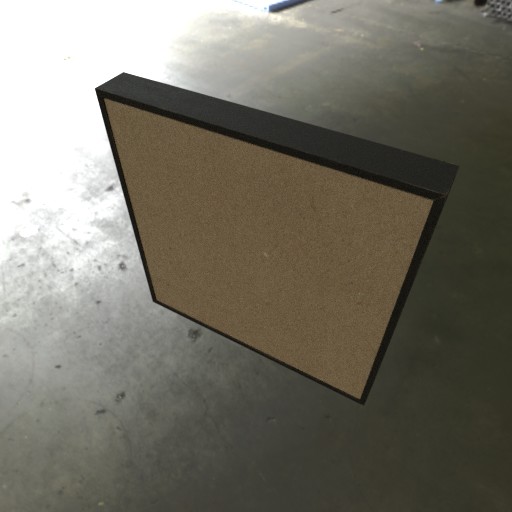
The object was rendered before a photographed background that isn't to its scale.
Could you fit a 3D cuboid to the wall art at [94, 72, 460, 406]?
[{"bbox_3d":[0.000,0.000,0.459,0.305,0.305,0.038,22,50,20],"label":"wall art"}]
